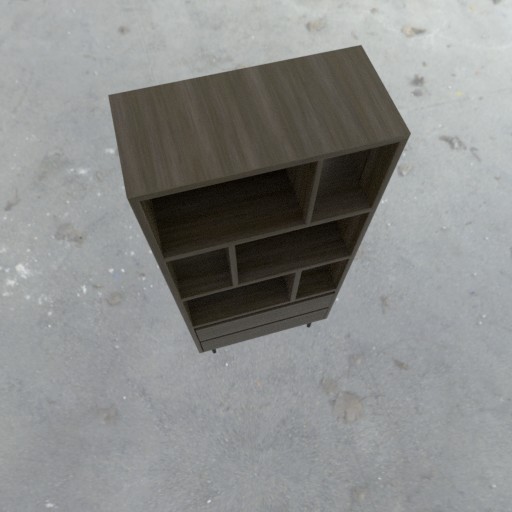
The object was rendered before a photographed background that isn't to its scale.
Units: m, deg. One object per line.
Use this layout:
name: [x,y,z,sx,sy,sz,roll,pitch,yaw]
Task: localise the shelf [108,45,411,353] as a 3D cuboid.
shelf: [0.000,0.000,1.761,0.670,1.545,0.323,-14,65,-7]
